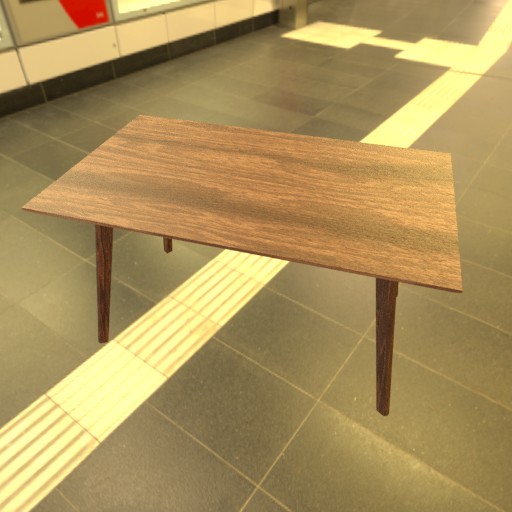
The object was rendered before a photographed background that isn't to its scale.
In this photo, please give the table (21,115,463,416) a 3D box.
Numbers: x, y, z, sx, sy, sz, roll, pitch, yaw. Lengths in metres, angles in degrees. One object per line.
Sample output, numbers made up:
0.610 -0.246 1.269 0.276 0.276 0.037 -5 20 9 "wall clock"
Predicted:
0.000 0.000 1.813 1.349 0.724 0.801 11 41 13 "table"
